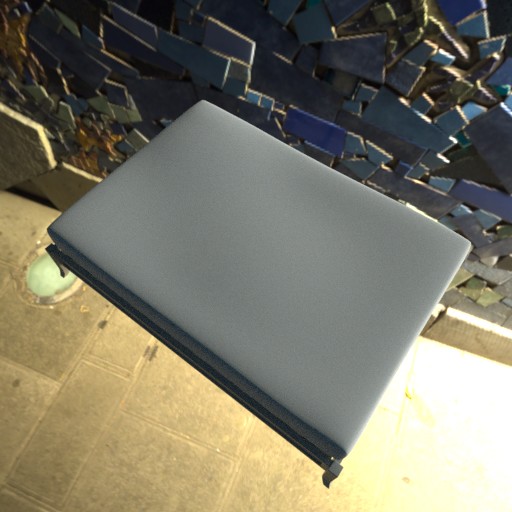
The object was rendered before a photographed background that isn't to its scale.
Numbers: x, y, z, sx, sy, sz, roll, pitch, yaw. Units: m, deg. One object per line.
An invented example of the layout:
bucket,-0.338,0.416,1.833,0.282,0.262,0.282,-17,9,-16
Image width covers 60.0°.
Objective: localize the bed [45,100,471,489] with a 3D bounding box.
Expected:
bed,0.000,0.000,2.568,1.985,0.510,1.460,33,63,19
